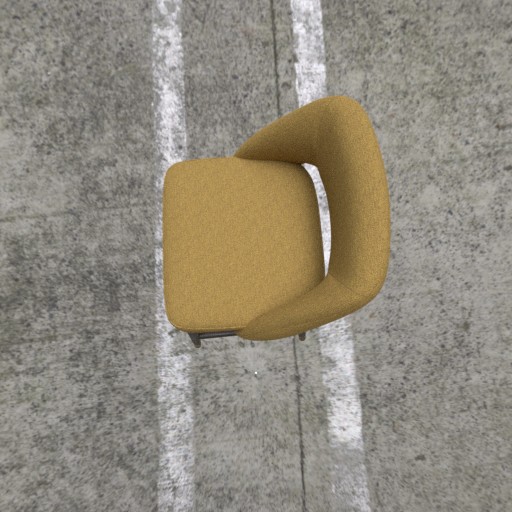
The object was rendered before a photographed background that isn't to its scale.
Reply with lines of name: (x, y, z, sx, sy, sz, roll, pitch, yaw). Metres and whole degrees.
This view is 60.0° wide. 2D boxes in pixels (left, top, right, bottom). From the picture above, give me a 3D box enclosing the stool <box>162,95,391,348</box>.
stool: (0.000, 0.000, 1.345, 0.522, 1.032, 0.536, -3, 75, -1)
